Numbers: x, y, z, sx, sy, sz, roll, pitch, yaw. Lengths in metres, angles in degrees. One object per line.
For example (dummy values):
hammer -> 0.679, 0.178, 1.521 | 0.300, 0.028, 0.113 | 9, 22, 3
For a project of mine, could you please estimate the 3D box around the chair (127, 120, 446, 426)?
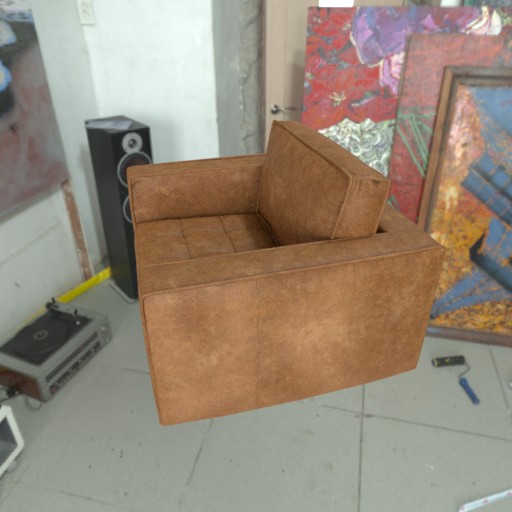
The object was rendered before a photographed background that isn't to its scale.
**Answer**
chair -> 0.000, 0.000, 1.515 | 0.798, 0.767, 0.928 | -8, 31, -14
